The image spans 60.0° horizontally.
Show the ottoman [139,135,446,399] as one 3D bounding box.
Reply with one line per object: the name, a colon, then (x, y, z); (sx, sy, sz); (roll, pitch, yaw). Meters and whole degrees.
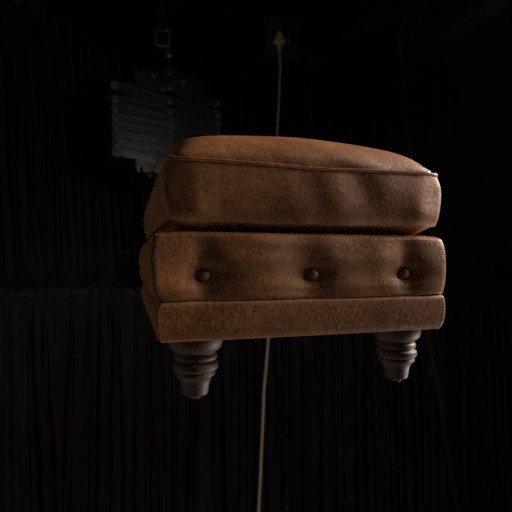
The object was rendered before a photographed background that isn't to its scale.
ottoman: (0.000, 0.000, 1.074); (0.533, 0.480, 0.710); (0, -1, -16)
